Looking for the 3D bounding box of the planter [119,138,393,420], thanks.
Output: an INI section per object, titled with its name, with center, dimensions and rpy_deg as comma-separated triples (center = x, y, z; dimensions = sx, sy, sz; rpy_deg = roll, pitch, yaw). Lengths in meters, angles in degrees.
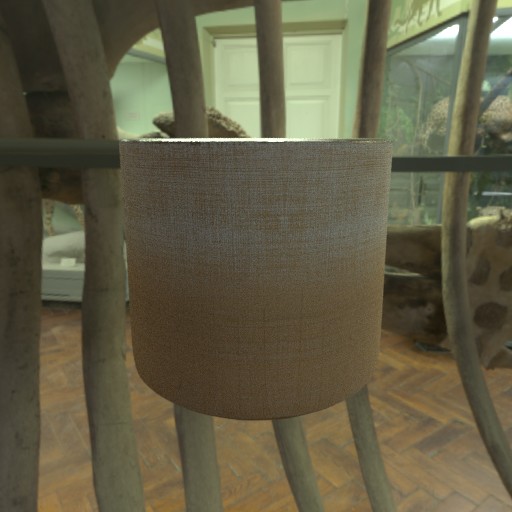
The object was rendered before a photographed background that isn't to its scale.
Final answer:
[planter]
center = 0.000, 0.000, 0.391
dimensions = 0.221, 0.201, 0.221
rpy_deg = 0, 15, 0
